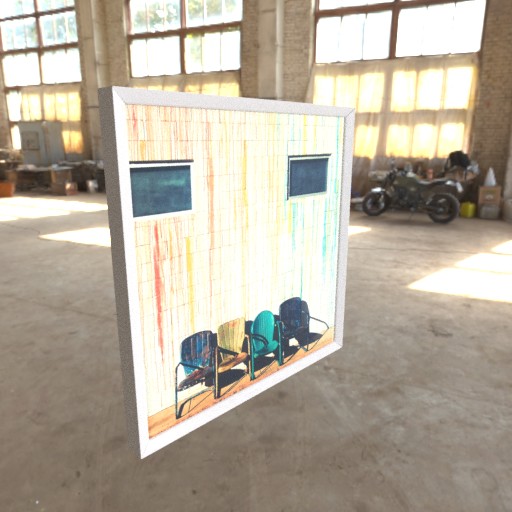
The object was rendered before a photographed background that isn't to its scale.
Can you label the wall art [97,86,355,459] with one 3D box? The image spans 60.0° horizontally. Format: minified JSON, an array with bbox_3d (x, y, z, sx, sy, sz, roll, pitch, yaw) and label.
[{"bbox_3d":[0.000,0.000,0.762,0.037,0.508,0.508,14,20,43],"label":"wall art"}]
